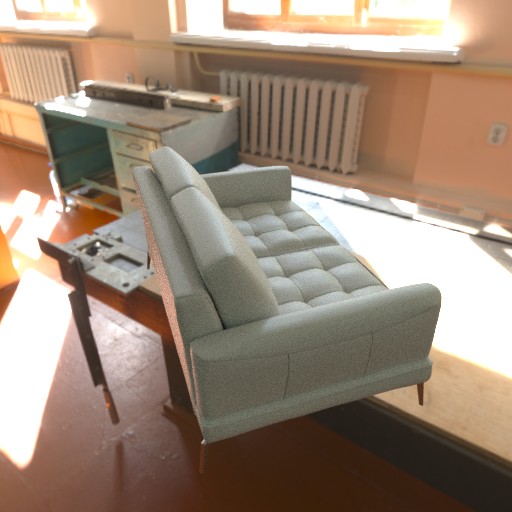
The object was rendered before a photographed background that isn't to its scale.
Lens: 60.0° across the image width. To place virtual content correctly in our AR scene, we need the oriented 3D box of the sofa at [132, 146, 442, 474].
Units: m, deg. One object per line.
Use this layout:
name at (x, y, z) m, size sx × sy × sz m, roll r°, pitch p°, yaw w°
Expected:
sofa at (0.000, 0.000, 2.471) m, size 1.121 × 0.930 × 1.819 m, roll -10°, pitch 32°, yaw -17°
